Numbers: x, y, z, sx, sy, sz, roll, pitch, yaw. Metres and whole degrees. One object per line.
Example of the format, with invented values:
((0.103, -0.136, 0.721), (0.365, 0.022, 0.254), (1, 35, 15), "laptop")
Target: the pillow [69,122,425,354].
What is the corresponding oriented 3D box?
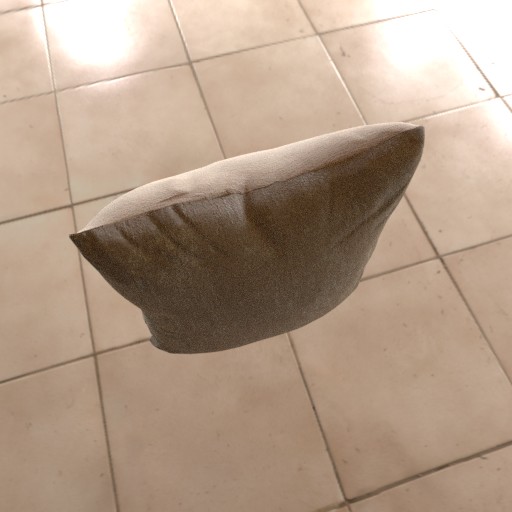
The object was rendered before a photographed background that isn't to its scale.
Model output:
((0.000, 0.000, 0.715), (0.450, 0.448, 0.245), (-17, 65, -8), "pillow")
